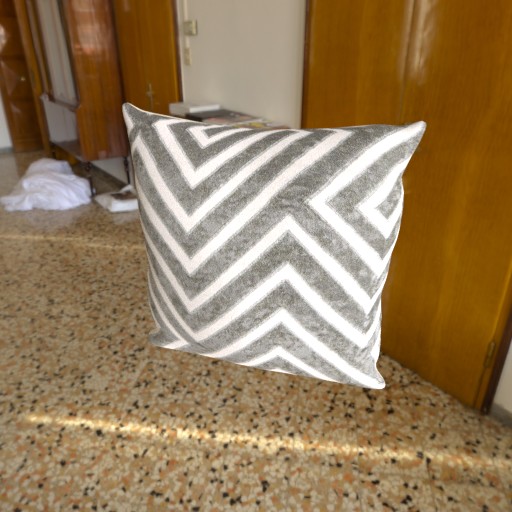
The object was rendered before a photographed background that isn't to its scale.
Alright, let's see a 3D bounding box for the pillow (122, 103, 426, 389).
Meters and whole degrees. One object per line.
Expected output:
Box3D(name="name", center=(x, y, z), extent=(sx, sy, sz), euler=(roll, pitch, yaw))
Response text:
Box3D(name="pillow", center=(0.000, 0.000, 0.692), extent=(0.440, 0.441, 0.182), euler=(8, 27, 16))
